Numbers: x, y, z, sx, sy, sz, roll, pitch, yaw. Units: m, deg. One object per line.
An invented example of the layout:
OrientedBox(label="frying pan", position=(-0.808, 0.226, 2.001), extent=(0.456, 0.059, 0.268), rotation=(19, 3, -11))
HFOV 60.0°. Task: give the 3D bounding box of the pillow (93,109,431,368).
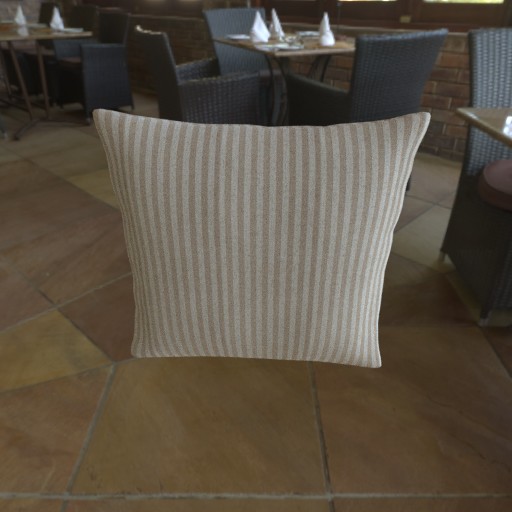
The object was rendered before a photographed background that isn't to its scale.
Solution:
OrientedBox(label="pillow", position=(0.000, 0.000, 0.801), extent=(0.523, 0.510, 0.166), rotation=(2, 31, 3))
